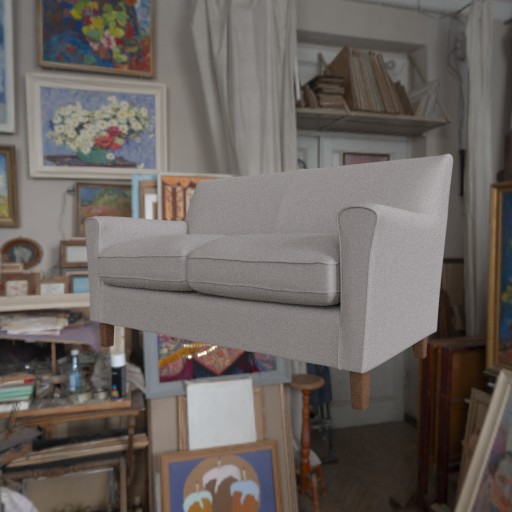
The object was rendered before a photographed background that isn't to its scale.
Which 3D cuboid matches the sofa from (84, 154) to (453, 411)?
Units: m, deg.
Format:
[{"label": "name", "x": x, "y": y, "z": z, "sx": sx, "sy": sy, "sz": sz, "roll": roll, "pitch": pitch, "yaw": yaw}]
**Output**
[{"label": "sofa", "x": 0.000, "y": 0.000, "z": 2.027, "sx": 1.482, "sy": 0.890, "sz": 0.888, "roll": 2, "pitch": 3, "yaw": 37}]
